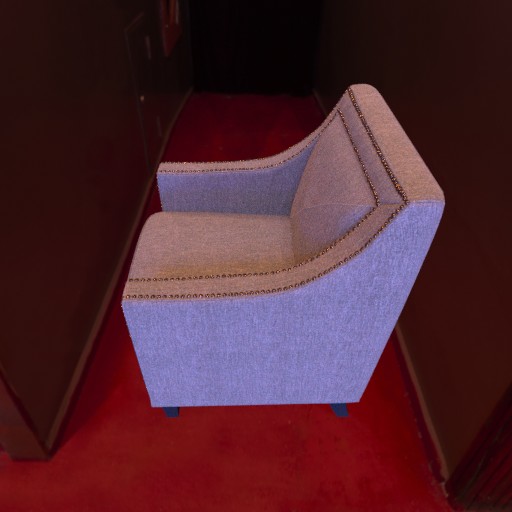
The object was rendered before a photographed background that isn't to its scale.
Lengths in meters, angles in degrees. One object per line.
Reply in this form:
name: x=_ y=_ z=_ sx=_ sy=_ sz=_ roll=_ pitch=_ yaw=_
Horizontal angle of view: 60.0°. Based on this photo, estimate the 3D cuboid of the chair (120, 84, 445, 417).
chair: x=0.000 y=0.000 z=1.602 sx=0.884 sy=0.967 sz=0.776 roll=-1 pitch=41 yaw=-1
